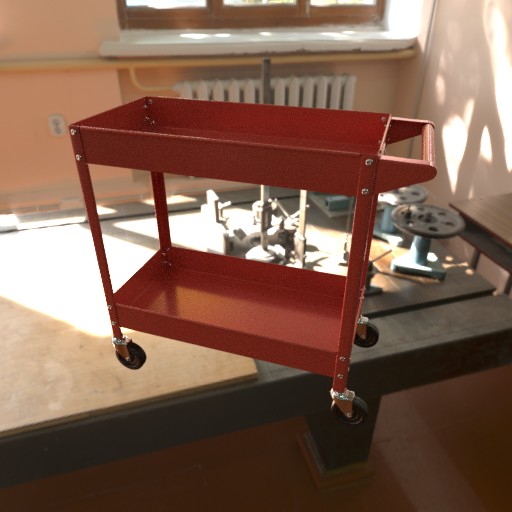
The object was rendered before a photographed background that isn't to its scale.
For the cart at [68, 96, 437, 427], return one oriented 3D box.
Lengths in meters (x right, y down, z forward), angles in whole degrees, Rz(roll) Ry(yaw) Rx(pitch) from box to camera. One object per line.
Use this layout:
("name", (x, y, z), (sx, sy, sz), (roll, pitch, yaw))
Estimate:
("cart", (0.000, 0.000, 1.191), (0.779, 0.719, 0.366), (10, 32, 16))
